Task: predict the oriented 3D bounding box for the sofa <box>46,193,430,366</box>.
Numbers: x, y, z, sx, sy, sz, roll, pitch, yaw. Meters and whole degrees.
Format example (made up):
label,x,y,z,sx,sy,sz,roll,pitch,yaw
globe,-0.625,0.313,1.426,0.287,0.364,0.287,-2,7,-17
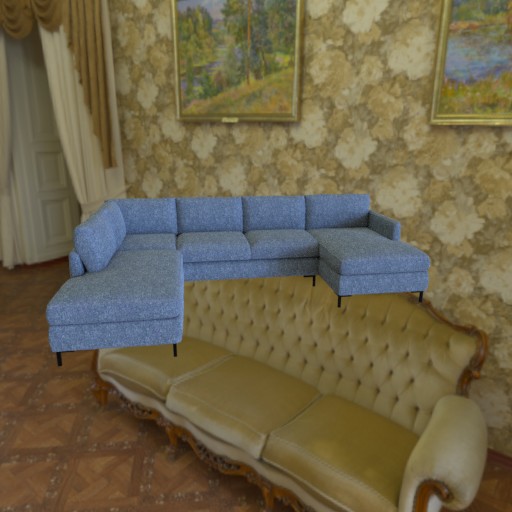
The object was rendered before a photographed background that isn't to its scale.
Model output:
label,x,y,z,sx,sy,sz,roll,pitch,yaw
sofa,0.000,0.000,3.595,2.737,0.756,1.879,-2,16,-9
